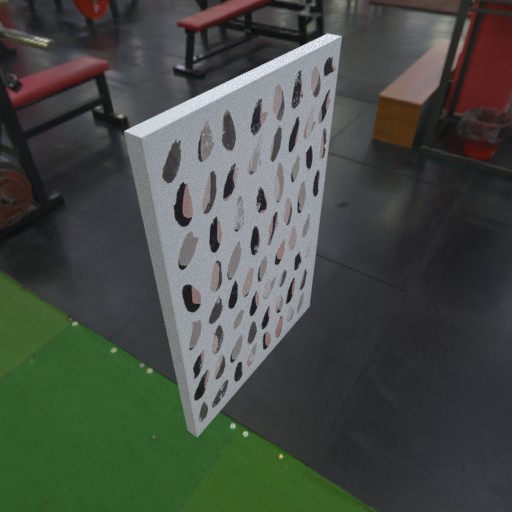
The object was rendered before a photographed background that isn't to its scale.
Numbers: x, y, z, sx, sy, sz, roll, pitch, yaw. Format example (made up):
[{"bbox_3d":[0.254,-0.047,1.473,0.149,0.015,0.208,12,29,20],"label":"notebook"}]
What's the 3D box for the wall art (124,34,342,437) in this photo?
[{"bbox_3d":[0.000,0.000,1.134,0.037,0.916,0.610,26,48,26],"label":"wall art"}]
